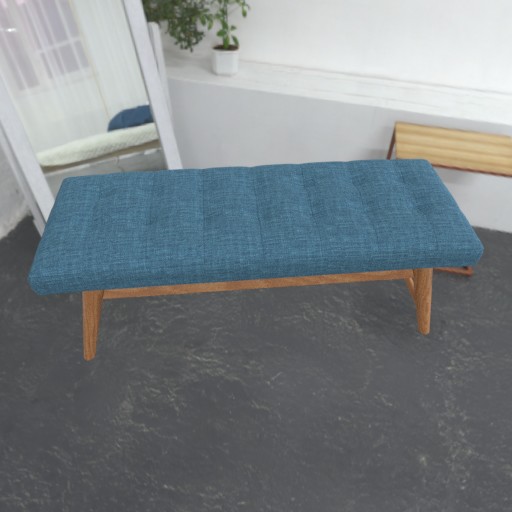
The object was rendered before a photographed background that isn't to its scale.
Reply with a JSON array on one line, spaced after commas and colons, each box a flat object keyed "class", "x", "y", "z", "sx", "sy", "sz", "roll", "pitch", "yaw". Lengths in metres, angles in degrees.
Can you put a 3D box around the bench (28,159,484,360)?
[{"class": "bench", "x": 0.000, "y": 0.000, "z": 1.331, "sx": 1.118, "sy": 0.432, "sz": 0.406, "roll": -4, "pitch": 46, "yaw": -4}]
